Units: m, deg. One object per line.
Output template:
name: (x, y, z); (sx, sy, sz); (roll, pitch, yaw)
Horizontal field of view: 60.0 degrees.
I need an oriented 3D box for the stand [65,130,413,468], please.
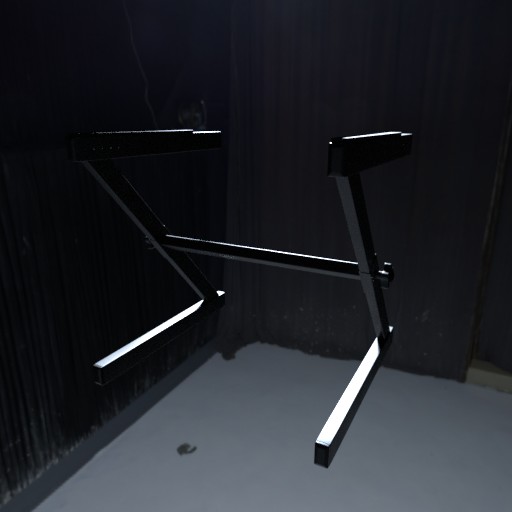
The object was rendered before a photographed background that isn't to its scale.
stand: (0.000, 0.000, 1.146); (0.700, 0.617, 0.586); (9, 19, 27)
